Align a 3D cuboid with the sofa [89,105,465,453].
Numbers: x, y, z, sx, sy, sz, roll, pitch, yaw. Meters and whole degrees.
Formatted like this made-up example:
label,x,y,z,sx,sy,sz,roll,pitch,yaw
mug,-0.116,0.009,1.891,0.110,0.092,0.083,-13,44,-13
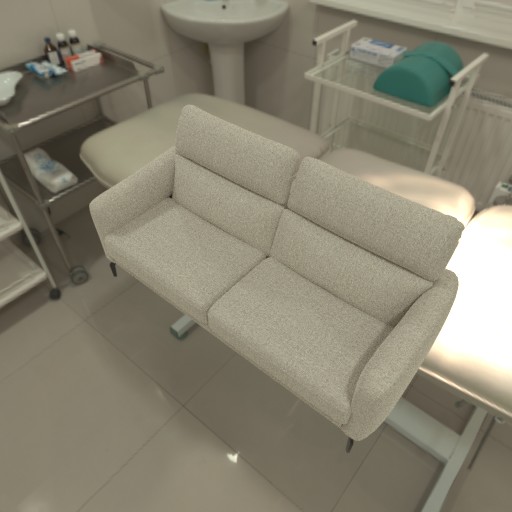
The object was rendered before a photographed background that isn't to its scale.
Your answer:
label,x,y,z,sx,sy,sz,roll,pitch,yaw
sofa,0.000,0.000,2.484,2.015,0.956,0.856,31,53,27
